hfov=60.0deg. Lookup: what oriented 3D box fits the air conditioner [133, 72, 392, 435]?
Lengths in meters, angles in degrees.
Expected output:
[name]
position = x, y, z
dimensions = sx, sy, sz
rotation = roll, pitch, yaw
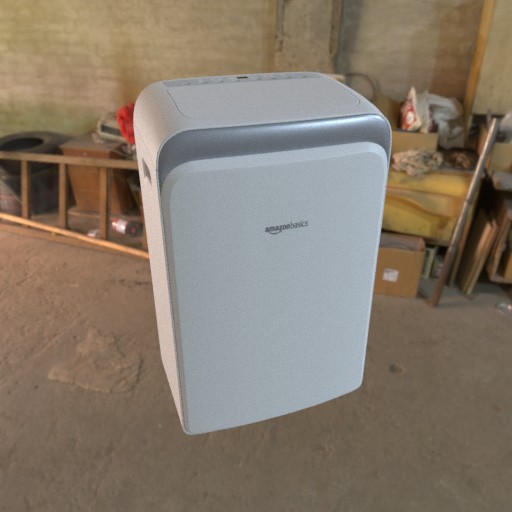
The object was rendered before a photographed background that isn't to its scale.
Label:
[air conditioner]
position = 0.000, 0.000, 0.960
dimensions = 0.454, 0.700, 0.365
rotation = -10, 33, -15
